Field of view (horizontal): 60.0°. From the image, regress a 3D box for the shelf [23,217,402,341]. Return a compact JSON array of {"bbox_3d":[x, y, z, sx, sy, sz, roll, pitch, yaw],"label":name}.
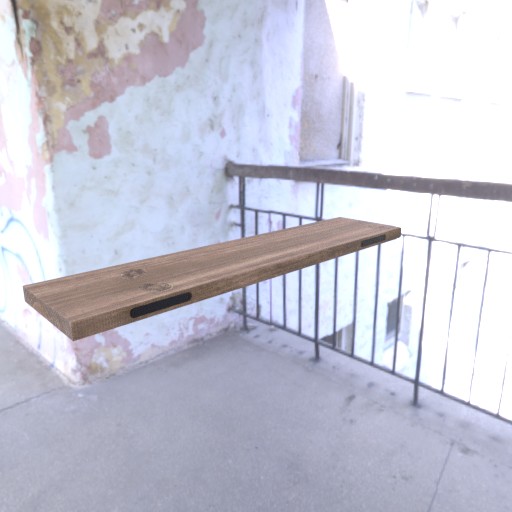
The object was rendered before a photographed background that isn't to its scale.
[{"bbox_3d":[0.000,0.000,0.666,0.610,0.020,0.140,-15,21,-42],"label":"shelf"}]
